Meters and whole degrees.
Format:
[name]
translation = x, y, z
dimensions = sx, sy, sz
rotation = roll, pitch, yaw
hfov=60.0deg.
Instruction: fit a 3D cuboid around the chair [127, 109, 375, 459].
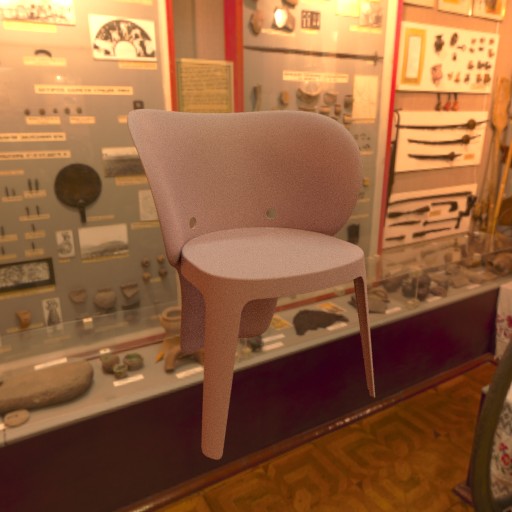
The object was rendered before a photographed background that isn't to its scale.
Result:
[chair]
translation = 0.000, 0.000, 0.877
dimensions = 0.451, 0.554, 0.402
rotation = -10, 20, -28
